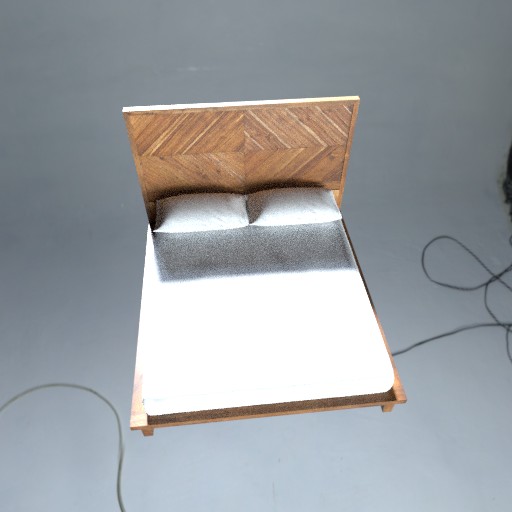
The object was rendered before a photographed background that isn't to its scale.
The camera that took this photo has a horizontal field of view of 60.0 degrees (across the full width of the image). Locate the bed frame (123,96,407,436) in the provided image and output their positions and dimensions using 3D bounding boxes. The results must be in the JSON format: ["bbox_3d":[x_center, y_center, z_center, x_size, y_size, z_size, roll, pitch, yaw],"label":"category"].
[{"bbox_3d":[0.000,0.000,3.630,2.038,1.537,2.235,-4,47,-4],"label":"bed frame"}]
